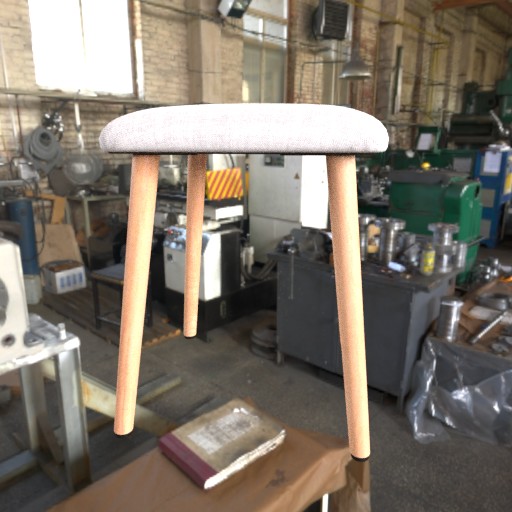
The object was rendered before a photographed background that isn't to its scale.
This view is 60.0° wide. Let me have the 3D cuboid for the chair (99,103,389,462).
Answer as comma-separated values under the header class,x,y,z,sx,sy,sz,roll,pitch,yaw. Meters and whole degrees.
class,x,y,z,sx,sy,sz,roll,pitch,yaw
chair,0.000,0.000,0.690,0.350,0.440,0.350,2,14,8
